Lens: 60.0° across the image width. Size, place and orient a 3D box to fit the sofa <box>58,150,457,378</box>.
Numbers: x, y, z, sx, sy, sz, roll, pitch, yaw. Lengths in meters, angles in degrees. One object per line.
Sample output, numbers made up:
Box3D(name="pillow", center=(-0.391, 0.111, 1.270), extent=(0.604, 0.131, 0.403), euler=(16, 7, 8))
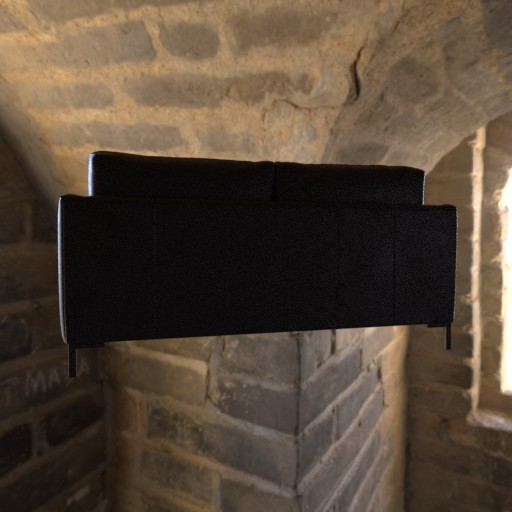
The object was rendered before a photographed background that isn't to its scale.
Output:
Box3D(name="sofa", center=(0.000, 0.000, 2.295), extent=(1.805, 0.883, 0.947), euler=(-1, 2, -18))
